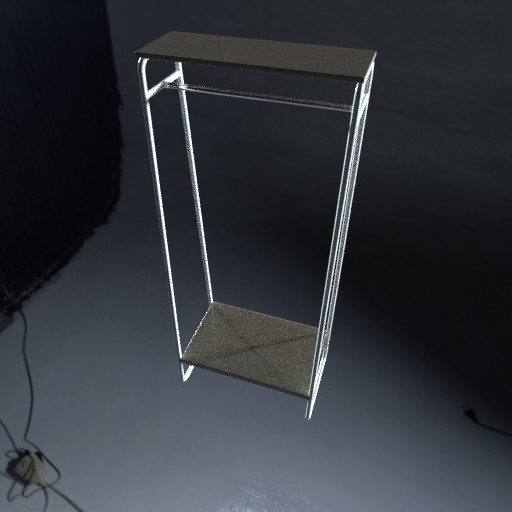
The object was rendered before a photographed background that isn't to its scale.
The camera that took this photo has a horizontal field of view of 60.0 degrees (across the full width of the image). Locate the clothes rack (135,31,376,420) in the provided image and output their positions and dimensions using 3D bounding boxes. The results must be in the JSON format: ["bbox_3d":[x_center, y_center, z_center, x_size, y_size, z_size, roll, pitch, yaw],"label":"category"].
[{"bbox_3d":[0.000,0.000,1.734,0.640,1.512,0.400,13,42,14],"label":"clothes rack"}]
